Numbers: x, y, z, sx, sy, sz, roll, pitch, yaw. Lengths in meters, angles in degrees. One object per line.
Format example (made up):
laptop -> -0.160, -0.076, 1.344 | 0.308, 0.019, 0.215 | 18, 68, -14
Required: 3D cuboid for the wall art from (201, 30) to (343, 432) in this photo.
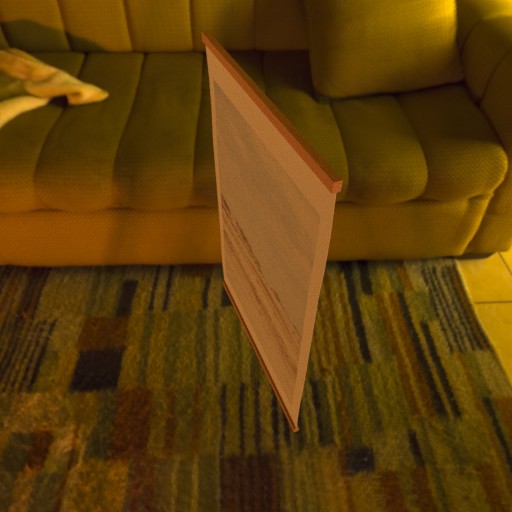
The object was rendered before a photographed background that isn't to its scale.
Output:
wall art -> 0.000, 0.000, 1.933 | 0.025, 1.521, 1.011 | -17, 49, -15
